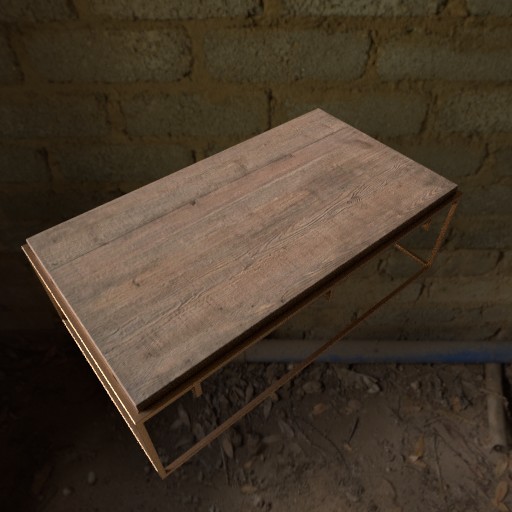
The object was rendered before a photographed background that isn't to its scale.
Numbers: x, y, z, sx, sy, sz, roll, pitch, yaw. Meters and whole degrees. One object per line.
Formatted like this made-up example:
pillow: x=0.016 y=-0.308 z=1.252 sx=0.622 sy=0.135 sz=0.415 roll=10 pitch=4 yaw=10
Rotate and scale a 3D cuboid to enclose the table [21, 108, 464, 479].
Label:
table: x=0.000 y=0.000 z=1.716 sx=1.387 sy=0.468 sz=0.775 roll=-31 pitch=54 yaw=-26
